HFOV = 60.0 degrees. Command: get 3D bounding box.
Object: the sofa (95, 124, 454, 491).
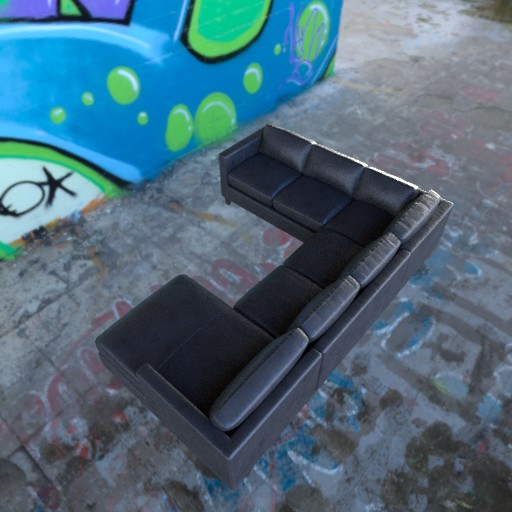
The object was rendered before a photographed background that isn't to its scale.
[{"bbox_3d":[0.000,0.000,4.380,2.452,0.891,3.324,32,54,27],"label":"sofa"}]
